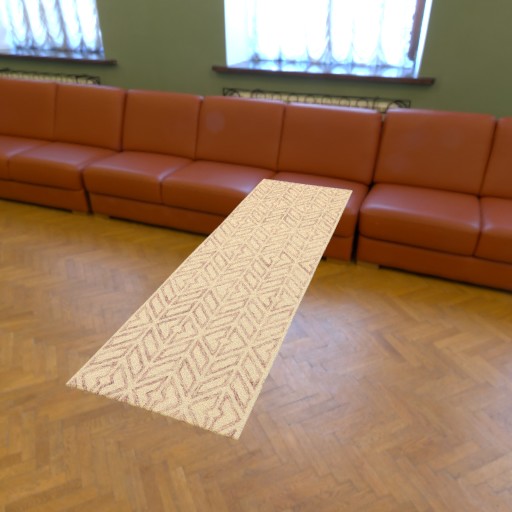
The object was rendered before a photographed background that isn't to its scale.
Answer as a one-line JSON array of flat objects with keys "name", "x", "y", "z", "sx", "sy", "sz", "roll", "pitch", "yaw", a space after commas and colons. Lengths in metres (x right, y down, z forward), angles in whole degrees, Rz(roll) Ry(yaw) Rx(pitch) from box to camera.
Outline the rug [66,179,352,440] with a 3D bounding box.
[{"name": "rug", "x": 0.000, "y": 0.000, "z": 2.657, "sx": 0.750, "sy": 0.009, "sz": 2.435, "roll": 11, "pitch": 32, "yaw": 17}]
